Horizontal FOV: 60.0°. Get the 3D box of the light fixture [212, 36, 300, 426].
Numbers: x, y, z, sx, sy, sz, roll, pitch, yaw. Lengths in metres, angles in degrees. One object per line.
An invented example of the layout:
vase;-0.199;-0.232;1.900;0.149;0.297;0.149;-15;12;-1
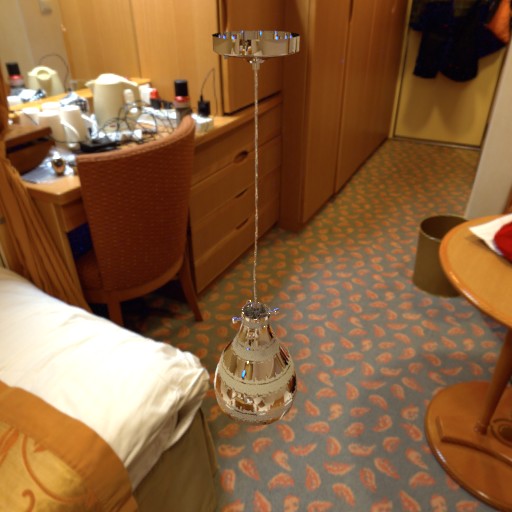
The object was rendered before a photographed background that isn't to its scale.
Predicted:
light fixture;0.000;0.000;1.626;0.374;1.457;0.374;-10;33;-16
